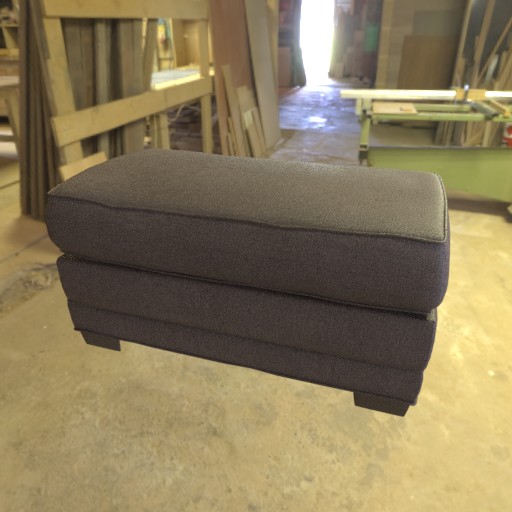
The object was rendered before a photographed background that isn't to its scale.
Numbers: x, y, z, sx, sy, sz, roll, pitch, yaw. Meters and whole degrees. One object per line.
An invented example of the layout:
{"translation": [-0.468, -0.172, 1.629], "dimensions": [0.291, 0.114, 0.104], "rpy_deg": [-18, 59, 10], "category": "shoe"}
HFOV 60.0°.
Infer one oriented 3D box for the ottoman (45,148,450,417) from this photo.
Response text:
{"translation": [0.000, 0.000, 1.130], "dimensions": [0.864, 0.448, 0.490], "rpy_deg": [8, 28, 16], "category": "ottoman"}
